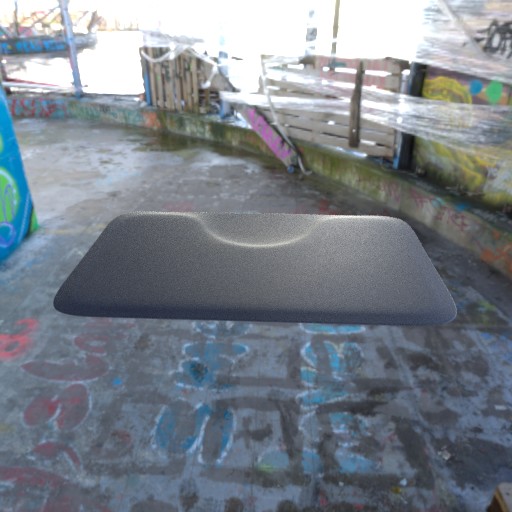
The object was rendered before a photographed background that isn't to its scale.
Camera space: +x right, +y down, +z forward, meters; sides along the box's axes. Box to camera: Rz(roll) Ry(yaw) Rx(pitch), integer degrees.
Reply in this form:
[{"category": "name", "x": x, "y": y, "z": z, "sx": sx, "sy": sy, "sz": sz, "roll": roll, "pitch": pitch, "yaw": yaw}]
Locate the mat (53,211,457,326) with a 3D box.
[{"category": "mat", "x": 0.000, "y": 0.000, "z": 1.959, "sx": 1.524, "sy": 0.013, "sz": 0.918, "roll": 1, "pitch": 30, "yaw": 2}]
